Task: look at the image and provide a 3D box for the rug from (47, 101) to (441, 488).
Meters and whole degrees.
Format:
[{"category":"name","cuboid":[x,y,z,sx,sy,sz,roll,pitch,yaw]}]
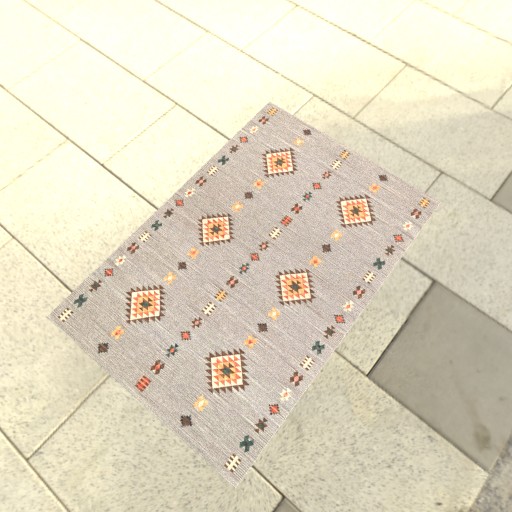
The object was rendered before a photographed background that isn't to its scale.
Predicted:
[{"category":"rug","cuboid":[0.000,0.000,2.347,1.217,0.005,1.818,35,69,16]}]
